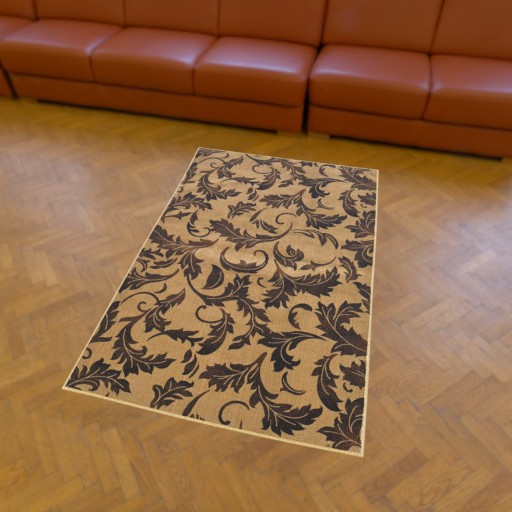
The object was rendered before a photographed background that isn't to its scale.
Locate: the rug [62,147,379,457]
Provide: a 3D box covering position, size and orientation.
[{"bbox_3d":[0.000,0.000,2.897,1.522,0.008,2.284,9,47,9],"label":"rug"}]
